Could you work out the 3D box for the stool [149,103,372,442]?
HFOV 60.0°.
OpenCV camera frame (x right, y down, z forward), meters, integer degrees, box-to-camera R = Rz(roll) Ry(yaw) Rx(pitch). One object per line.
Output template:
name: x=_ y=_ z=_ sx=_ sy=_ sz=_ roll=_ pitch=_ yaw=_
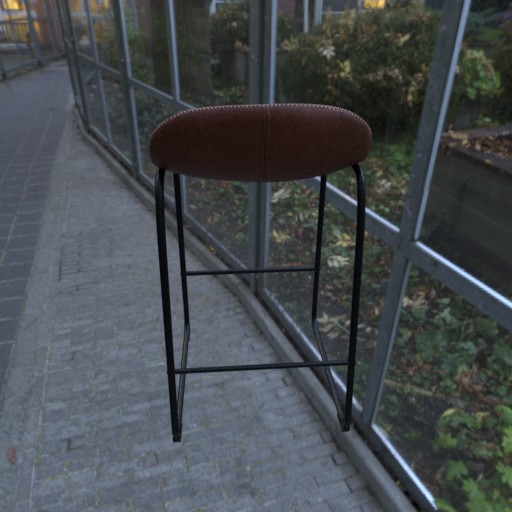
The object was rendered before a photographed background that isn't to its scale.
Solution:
stool: x=0.000 y=0.000 z=1.122 sx=0.454 sy=0.830 sz=0.473 roll=-2 pitch=30 yaw=-4
